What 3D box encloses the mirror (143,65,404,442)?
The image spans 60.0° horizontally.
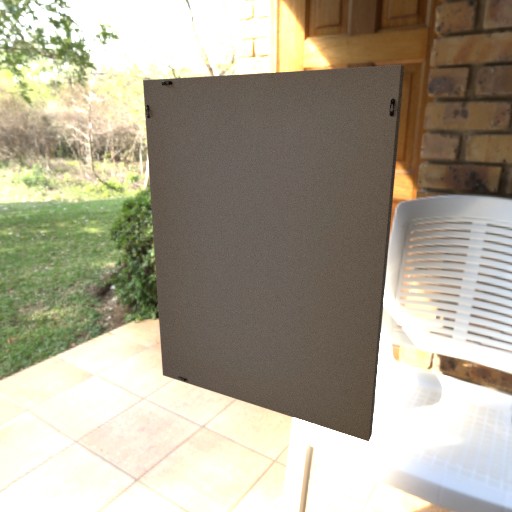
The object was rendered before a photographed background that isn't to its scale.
[{"bbox_3d":[0.000,0.000,1.331,0.762,1.016,0.040,9,19,27],"label":"mirror"}]
